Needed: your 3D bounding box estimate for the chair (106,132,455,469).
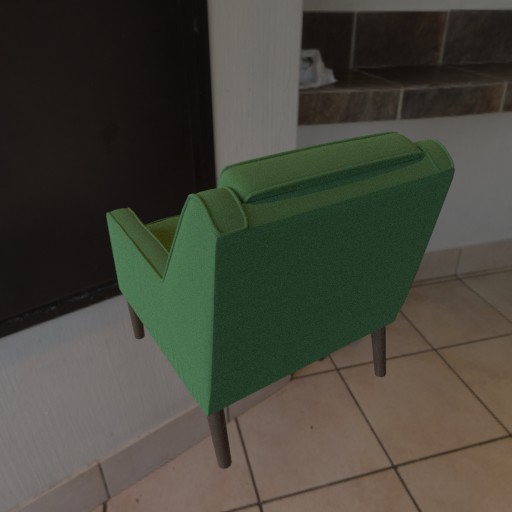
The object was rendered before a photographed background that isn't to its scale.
[{"bbox_3d":[0.000,0.000,1.311,0.663,0.792,0.743,-18,35,-29],"label":"chair"}]
